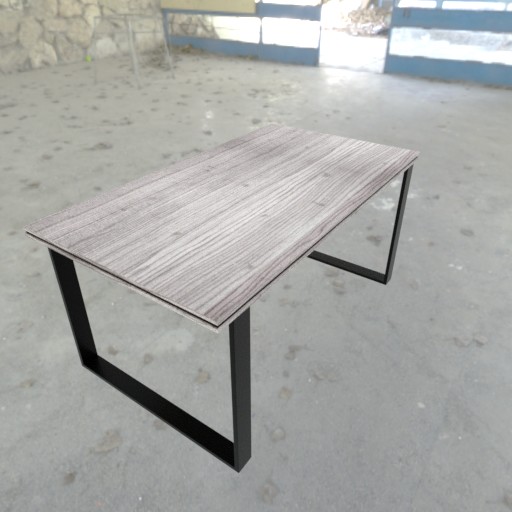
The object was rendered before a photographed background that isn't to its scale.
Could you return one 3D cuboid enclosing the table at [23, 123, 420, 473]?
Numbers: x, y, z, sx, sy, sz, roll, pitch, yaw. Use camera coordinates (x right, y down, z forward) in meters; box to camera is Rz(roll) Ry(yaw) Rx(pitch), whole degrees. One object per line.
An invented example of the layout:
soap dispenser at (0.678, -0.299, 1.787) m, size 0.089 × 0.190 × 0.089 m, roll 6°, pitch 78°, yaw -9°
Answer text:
table at (0.000, 0.000, 2.072) m, size 0.881 × 0.736 × 1.579 m, roll 21°, pitch 38°, yaw 29°
